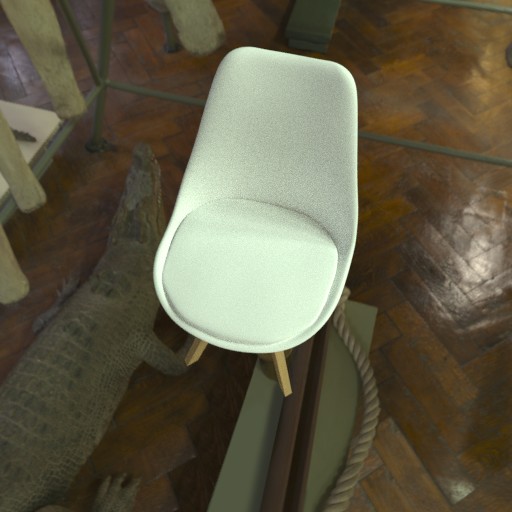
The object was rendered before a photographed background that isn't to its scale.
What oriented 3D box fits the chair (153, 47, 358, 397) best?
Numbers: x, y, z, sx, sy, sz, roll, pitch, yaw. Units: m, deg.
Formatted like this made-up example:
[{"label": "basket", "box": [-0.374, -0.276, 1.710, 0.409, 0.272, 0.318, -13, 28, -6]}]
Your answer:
[{"label": "chair", "box": [0.000, 0.000, 1.183, 0.485, 0.849, 0.550, 15, 60, 9]}]
